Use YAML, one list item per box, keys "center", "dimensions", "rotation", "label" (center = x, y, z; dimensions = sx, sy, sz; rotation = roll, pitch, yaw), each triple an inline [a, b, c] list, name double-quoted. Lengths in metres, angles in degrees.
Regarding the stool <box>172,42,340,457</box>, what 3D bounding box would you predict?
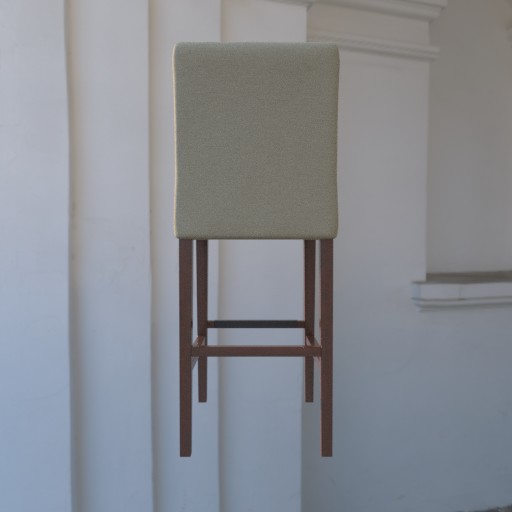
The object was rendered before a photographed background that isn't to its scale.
- center: [0.000, 0.000, 1.369]
  dimensions: [0.470, 1.078, 0.577]
  rotation: [0, 2, 0]
  label: "stool"
